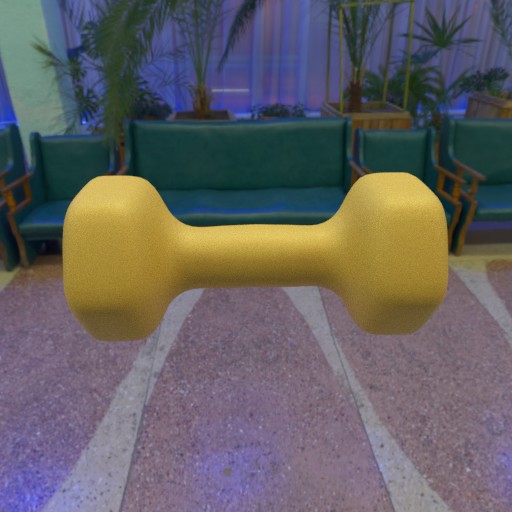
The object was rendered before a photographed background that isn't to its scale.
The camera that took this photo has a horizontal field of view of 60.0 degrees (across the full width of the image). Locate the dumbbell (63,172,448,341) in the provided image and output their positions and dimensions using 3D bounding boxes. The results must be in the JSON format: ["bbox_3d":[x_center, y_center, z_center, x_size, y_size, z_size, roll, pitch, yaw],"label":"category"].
[{"bbox_3d":[0.000,0.000,0.241,0.190,0.082,0.090,-1,29,-1],"label":"dumbbell"}]
